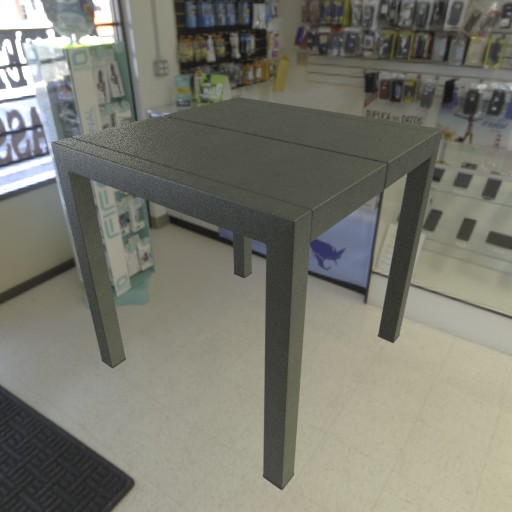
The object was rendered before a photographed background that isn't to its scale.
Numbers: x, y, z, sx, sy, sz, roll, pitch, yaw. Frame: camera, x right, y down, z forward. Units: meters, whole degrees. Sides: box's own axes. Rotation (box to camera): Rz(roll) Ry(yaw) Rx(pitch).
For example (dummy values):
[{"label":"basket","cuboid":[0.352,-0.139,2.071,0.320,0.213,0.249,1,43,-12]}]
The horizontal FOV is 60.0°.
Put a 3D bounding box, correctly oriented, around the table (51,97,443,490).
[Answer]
[{"label":"table","cuboid":[0.000,0.000,0.931,0.508,0.508,0.508,21,37,32]}]
